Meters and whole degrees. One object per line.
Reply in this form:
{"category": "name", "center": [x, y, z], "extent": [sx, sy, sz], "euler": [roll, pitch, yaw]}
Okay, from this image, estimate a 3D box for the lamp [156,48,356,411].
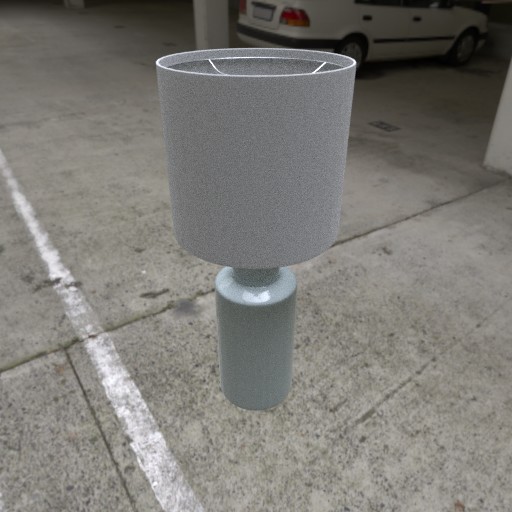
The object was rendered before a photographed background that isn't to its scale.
{"category": "lamp", "center": [0.000, 0.000, 0.603], "extent": [0.212, 0.493, 0.212], "euler": [-20, 36, -29]}
